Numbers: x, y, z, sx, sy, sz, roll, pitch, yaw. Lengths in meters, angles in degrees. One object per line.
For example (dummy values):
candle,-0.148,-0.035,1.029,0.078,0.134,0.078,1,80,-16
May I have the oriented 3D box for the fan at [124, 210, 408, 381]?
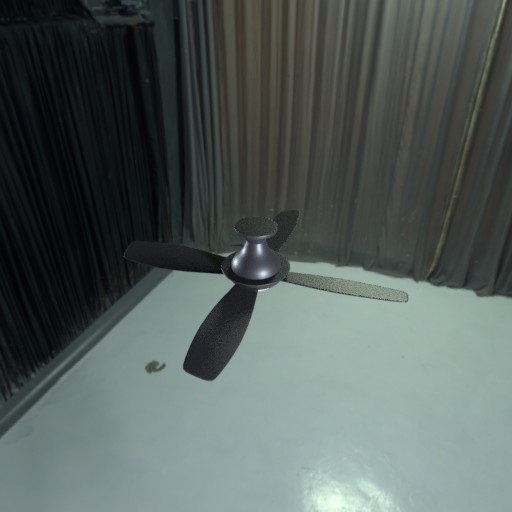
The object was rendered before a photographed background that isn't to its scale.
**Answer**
fan,0.000,0.000,2.515,1.694,0.382,1.694,9,33,15
